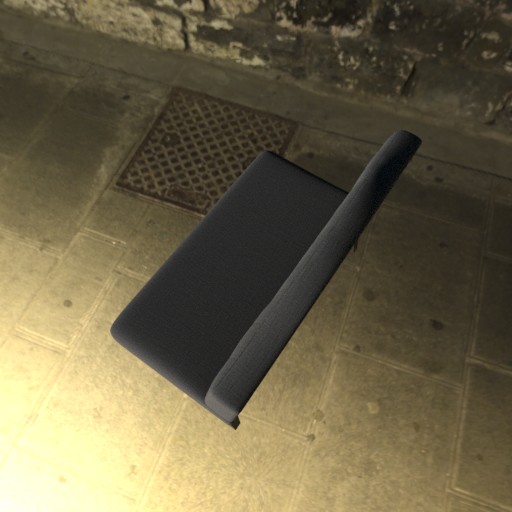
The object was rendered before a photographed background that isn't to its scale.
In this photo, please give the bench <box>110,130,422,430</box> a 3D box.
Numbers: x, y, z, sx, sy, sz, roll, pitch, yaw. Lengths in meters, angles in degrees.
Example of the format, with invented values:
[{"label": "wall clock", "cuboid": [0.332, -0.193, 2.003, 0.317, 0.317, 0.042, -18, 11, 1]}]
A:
[{"label": "bench", "cuboid": [0.000, 0.000, 2.092, 0.815, 1.180, 1.335, 32, 67, 15]}]
